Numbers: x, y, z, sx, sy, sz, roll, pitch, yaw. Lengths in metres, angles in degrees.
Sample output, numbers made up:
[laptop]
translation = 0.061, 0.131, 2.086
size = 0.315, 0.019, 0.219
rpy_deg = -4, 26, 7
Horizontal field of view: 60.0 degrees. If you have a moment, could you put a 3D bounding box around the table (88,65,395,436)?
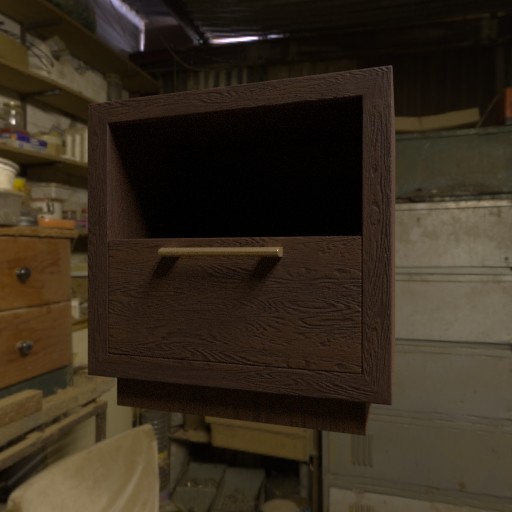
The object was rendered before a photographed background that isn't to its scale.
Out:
[table]
translation = 0.000, 0.000, 0.943
size = 0.560, 0.585, 0.439
rpy_deg = 0, 0, 18
